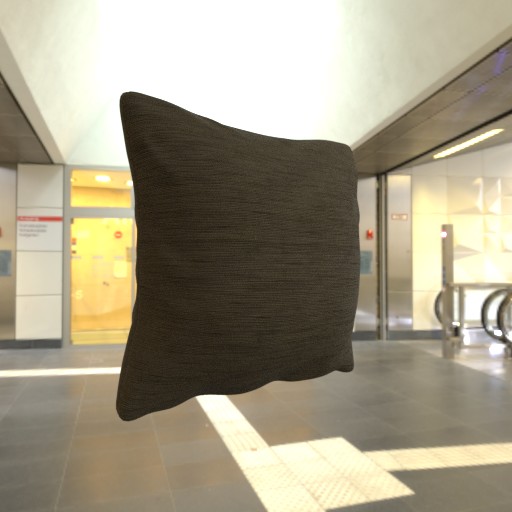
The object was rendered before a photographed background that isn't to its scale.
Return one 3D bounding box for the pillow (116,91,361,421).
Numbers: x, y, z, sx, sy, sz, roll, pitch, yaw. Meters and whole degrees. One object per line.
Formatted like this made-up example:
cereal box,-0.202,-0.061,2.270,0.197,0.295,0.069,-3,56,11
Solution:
pillow,0.000,0.000,0.680,0.432,0.414,0.246,1,-2,-37
